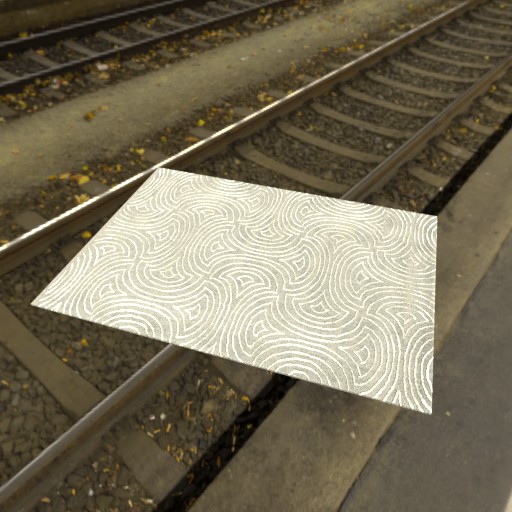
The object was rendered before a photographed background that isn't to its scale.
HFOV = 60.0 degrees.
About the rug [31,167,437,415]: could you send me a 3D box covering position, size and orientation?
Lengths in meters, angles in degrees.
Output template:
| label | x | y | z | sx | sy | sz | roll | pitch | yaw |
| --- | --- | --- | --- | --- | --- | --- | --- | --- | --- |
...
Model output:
| label | x | y | z | sx | sy | sz | roll | pitch | yaw |
| --- | --- | --- | --- | --- | --- | --- | --- | --- | --- |
| rug | 0.000 | 0.000 | 2.773 | 2.144 | 0.015 | 1.543 | 12 | 43 | 13 |
